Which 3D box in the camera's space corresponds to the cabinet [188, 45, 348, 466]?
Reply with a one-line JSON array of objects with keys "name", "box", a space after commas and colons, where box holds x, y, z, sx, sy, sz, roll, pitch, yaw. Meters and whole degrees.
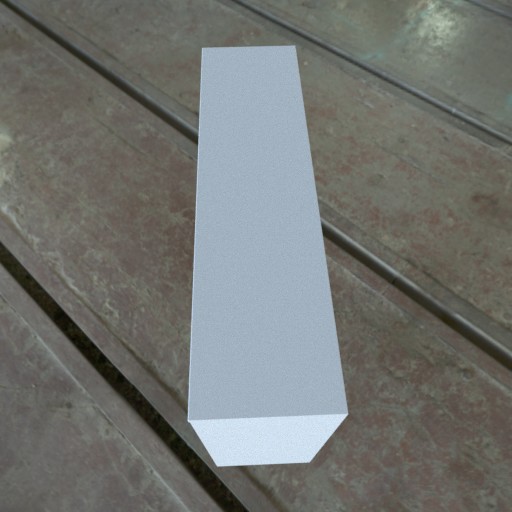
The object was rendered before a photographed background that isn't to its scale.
[{"name": "cabinet", "box": [0.000, 0.000, 1.809, 0.380, 0.900, 1.450, -2, 58, -1]}]
